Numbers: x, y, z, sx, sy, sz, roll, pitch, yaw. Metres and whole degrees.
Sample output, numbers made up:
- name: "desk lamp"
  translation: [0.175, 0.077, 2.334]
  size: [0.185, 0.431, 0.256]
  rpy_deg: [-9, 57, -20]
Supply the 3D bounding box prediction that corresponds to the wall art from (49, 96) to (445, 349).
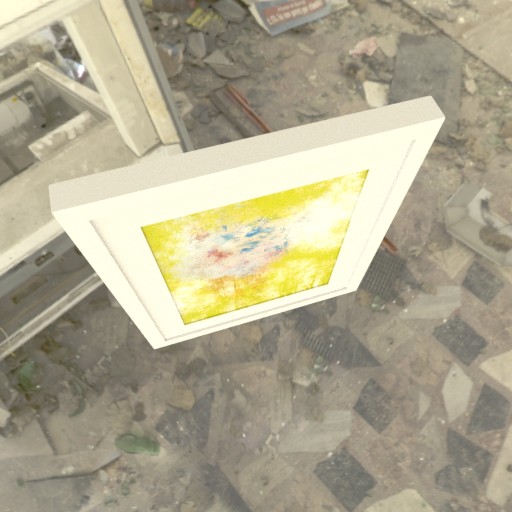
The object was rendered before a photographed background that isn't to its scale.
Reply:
- name: "wall art"
  translation: [0.000, 0.000, 0.531]
  size: [0.331, 0.381, 0.028]
  rpy_deg: [-15, 64, -8]
